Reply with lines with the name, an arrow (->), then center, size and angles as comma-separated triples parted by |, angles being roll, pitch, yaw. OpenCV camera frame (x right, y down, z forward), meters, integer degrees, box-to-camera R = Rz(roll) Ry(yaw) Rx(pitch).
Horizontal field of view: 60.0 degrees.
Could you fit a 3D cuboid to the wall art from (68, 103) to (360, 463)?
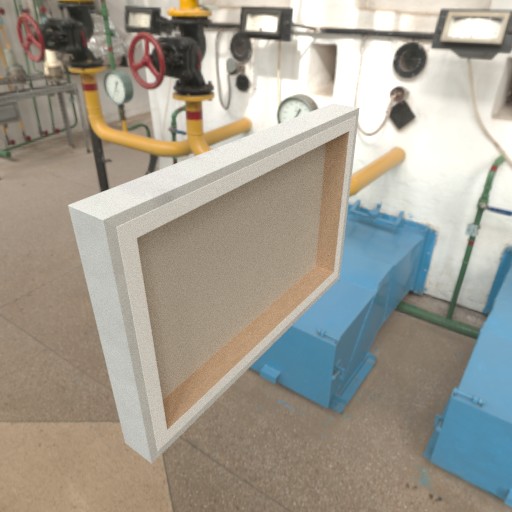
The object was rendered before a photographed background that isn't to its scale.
wall art -> 0.000, 0.000, 0.489 | 0.038, 0.254, 0.381 | 21, 37, 30
